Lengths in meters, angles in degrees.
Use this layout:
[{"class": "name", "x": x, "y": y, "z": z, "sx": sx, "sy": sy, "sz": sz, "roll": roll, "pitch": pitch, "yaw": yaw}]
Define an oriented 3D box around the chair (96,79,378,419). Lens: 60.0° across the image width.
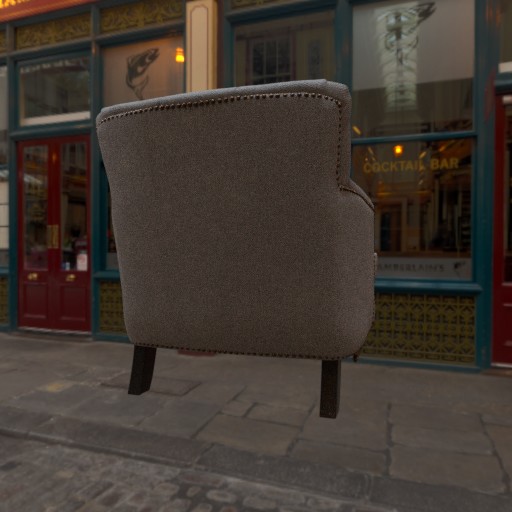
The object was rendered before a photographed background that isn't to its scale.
[{"class": "chair", "x": 0.000, "y": 0.000, "z": 1.485, "sx": 0.737, "sy": 0.823, "sz": 0.902, "roll": 0, "pitch": 0, "yaw": 19}]
